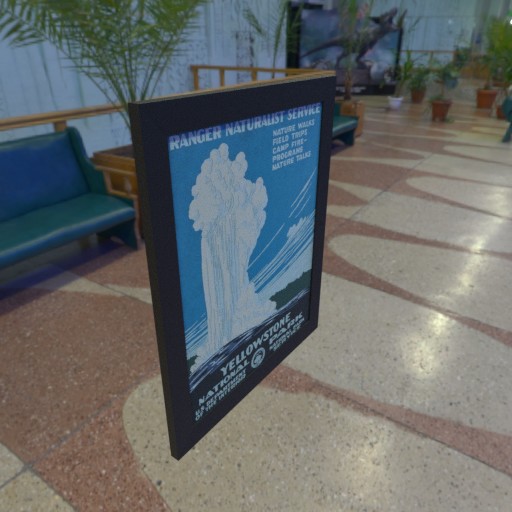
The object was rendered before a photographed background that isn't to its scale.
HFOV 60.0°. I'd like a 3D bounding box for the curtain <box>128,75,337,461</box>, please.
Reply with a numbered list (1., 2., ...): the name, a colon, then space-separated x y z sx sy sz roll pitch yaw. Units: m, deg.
1. curtain: 0.000 0.000 0.811 0.027 0.585 0.483 18 32 32
